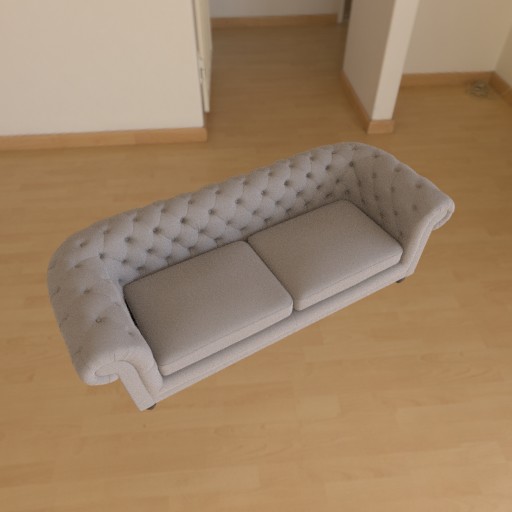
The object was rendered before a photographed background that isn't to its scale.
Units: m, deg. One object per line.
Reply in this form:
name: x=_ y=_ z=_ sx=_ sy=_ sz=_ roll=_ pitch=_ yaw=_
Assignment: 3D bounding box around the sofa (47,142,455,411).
sofa: x=0.000 y=0.000 z=2.856 sx=2.411 sy=0.749 sz=0.991 roll=-23 pitch=50 yaw=-21
